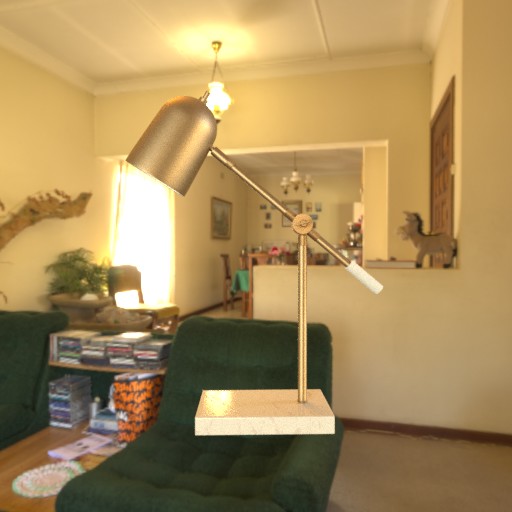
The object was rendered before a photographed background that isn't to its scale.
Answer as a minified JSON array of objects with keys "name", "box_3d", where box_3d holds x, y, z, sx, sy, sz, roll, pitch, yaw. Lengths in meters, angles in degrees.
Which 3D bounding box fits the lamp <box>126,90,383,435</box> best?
[{"name":"lamp","box_3d":[0.000,0.000,0.817,0.471,0.603,0.144,0,1,-1]}]
